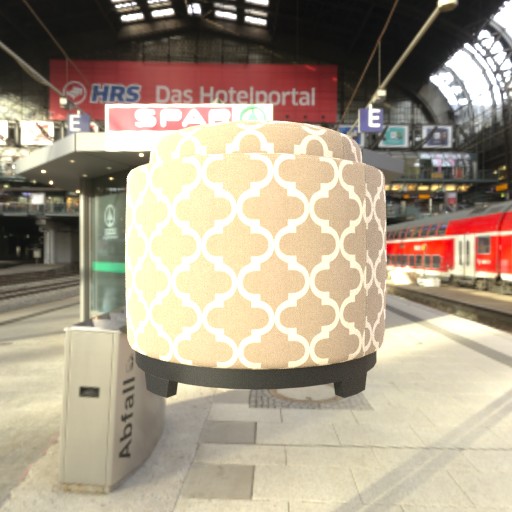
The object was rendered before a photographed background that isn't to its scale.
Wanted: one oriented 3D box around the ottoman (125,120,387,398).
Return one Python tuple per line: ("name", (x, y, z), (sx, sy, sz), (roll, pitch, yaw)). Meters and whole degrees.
("ottoman", (0.000, 0.000, 0.849), (0.480, 0.429, 0.480), (0, 1, 0))
